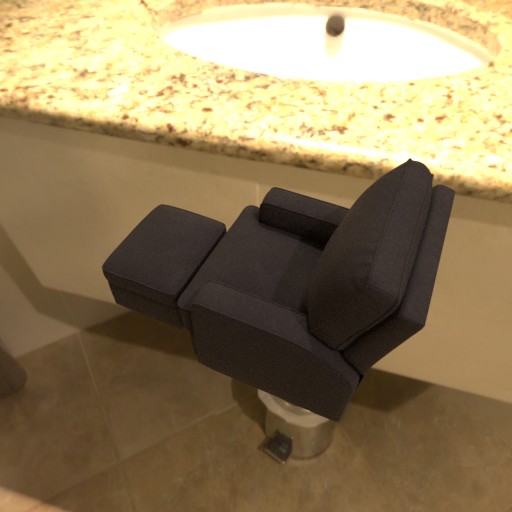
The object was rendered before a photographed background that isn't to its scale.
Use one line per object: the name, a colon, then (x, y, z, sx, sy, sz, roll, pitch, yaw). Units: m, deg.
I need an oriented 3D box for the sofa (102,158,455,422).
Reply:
sofa: (0.000, 0.000, 2.059, 1.472, 0.959, 0.861, 18, 49, 17)
